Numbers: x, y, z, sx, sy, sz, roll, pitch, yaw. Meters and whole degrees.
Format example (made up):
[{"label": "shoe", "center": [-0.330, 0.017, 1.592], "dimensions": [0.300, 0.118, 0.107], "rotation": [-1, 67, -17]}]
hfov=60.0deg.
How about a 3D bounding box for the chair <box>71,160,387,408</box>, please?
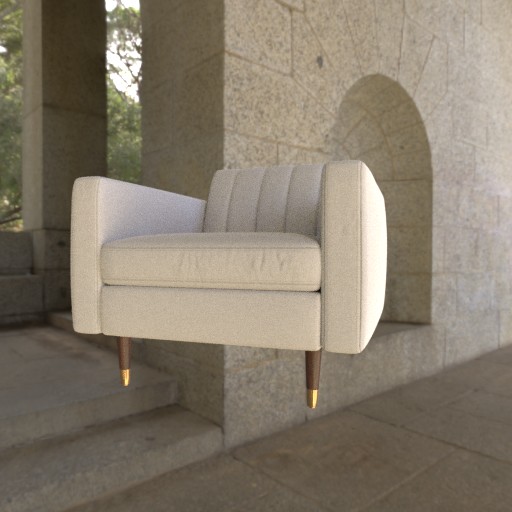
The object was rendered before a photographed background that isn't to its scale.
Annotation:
[{"label": "chair", "center": [0.000, 0.000, 1.704], "dimensions": [0.953, 0.819, 0.998], "rotation": [0, 1, 19]}]
